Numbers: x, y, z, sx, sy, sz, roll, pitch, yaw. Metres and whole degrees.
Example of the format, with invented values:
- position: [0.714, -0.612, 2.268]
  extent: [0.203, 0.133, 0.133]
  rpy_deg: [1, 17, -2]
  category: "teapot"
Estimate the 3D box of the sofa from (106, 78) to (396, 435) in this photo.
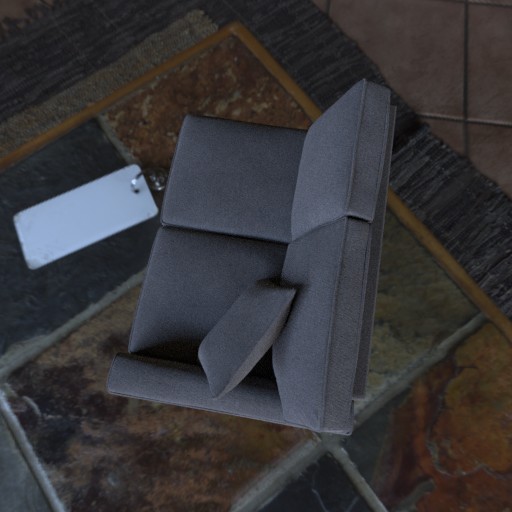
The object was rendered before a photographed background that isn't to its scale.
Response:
- position: [0.000, 0.000, 2.042]
  extent: [0.991, 0.989, 1.388]
  rpy_deg: [10, 74, 3]
  category: "sofa"
